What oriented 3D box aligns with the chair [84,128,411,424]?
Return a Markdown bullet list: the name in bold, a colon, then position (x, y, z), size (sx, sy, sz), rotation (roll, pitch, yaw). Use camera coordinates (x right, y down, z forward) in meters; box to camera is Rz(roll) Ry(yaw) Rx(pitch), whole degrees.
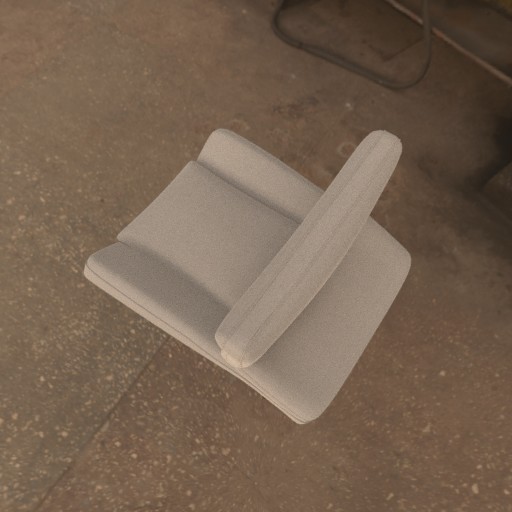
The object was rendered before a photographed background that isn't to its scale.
- **chair**: position (0.000, 0.000, 1.646), size (1.008, 0.855, 0.859), rotation (32, 67, 15)
